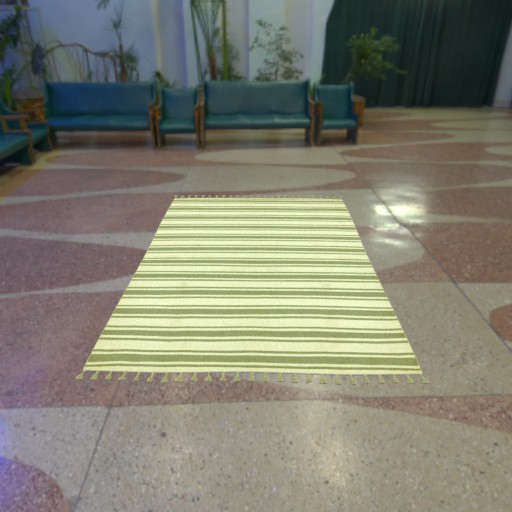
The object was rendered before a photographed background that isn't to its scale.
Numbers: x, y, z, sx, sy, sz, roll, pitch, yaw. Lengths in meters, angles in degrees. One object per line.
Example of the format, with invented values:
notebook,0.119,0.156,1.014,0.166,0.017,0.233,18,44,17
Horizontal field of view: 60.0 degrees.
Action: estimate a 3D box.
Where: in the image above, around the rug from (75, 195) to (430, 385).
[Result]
rug,0.000,0.000,2.995,1.540,0.018,2.435,0,27,1
